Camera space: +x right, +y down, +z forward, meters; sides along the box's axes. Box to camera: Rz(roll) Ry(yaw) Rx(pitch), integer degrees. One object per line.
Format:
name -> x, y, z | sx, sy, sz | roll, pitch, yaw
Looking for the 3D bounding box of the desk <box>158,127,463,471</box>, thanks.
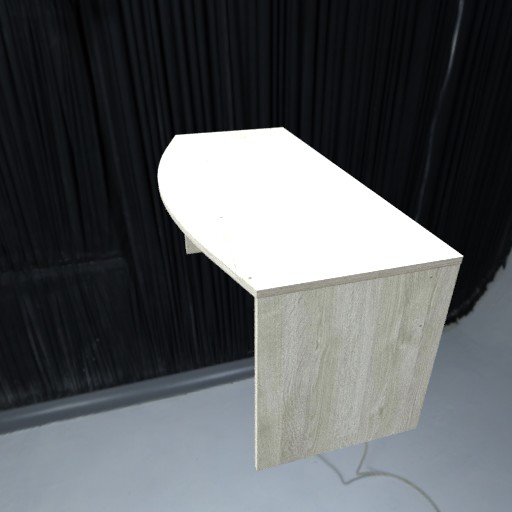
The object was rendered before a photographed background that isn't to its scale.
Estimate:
desk -> 0.000, 0.000, 2.059 | 0.802, 0.752, 1.600 | -8, 31, -14
